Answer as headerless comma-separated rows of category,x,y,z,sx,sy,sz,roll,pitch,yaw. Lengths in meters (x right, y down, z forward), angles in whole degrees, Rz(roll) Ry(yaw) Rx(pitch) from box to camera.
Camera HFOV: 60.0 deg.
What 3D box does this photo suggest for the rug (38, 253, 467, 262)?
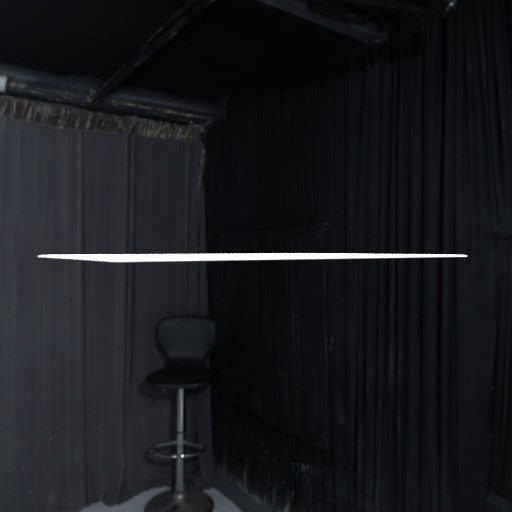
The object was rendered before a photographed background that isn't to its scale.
rug,0.000,0.000,3.394,2.746,0.018,1.819,-1,1,-35
